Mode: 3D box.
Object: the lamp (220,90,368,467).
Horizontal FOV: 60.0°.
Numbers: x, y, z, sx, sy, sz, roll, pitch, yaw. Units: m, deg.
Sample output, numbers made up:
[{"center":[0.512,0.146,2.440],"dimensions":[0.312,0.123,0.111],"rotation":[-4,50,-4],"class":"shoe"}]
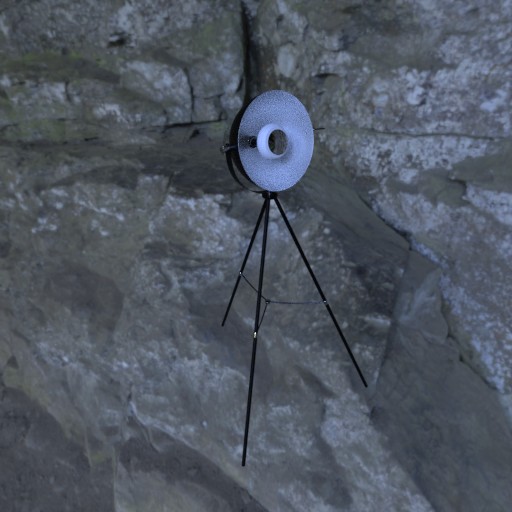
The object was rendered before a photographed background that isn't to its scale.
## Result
[{"center":[0.000,0.000,2.106],"dimensions":[0.817,1.512,0.920],"rotation":[-22,36,-33],"class":"lamp"}]
